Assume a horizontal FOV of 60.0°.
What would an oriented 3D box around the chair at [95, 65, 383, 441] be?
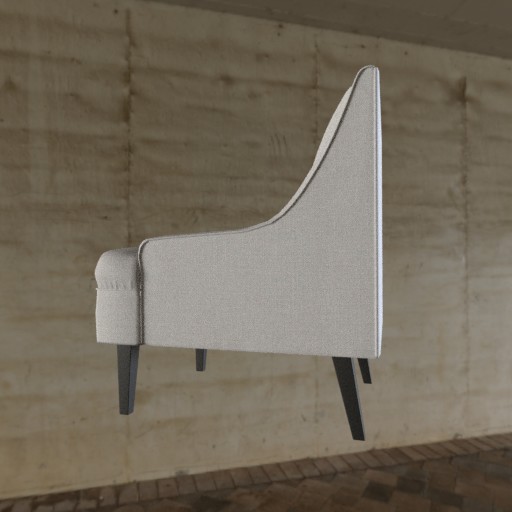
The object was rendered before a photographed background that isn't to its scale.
[{"bbox_3d":[0.000,0.000,1.419,0.772,0.891,0.658,0,-1,16],"label":"chair"}]
